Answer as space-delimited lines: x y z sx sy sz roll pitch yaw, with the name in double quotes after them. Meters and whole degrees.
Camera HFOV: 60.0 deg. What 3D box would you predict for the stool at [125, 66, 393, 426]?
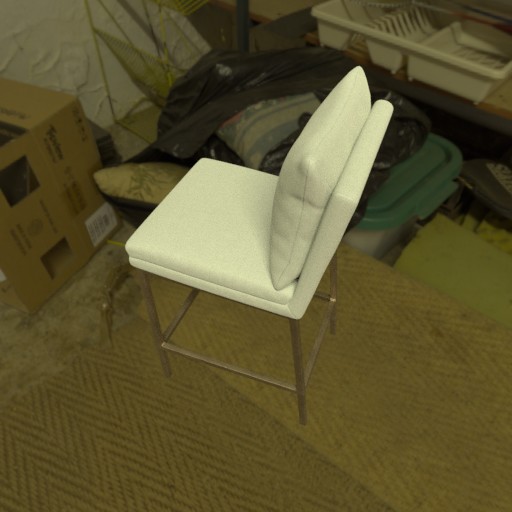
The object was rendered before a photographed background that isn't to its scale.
0.000 0.000 1.341 0.572 1.032 0.463 16 47 15 "stool"
